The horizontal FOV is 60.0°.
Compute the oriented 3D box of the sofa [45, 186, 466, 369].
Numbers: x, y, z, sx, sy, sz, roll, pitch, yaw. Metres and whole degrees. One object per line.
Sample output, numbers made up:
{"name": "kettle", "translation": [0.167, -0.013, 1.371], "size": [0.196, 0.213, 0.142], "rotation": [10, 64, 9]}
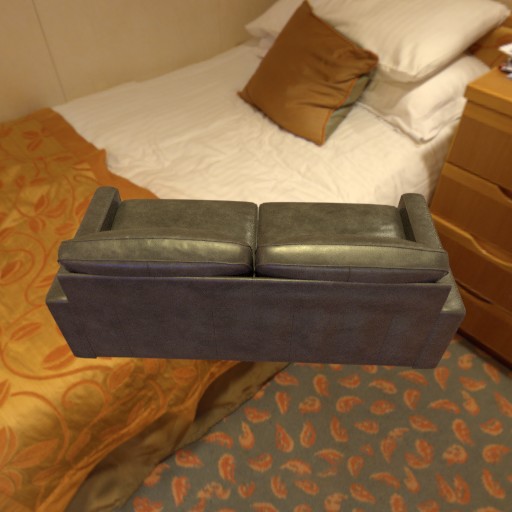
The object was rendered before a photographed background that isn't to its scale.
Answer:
{"name": "sofa", "translation": [0.000, 0.000, 2.545], "size": [2.081, 0.916, 0.939], "rotation": [1, 46, 1]}
